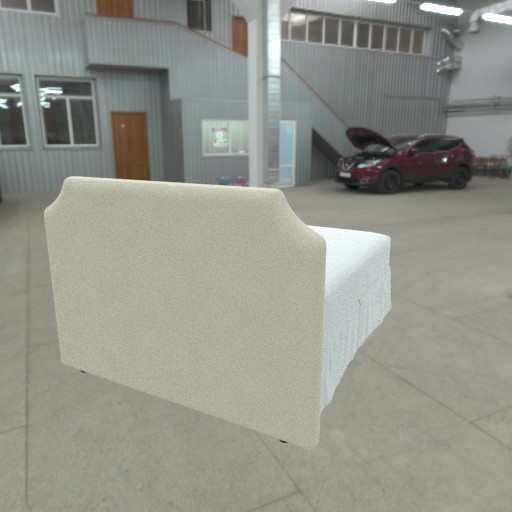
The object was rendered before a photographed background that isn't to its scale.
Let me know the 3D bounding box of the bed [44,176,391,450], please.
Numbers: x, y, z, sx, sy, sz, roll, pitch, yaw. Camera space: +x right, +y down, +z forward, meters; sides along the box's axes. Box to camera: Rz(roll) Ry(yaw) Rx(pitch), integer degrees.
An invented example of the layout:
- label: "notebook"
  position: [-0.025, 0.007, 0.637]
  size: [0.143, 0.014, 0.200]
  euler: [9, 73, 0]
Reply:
- label: "bed"
  position: [0.000, 0.000, 3.347]
  size: [1.827, 1.296, 2.209]
  euler: [8, 17, 27]
